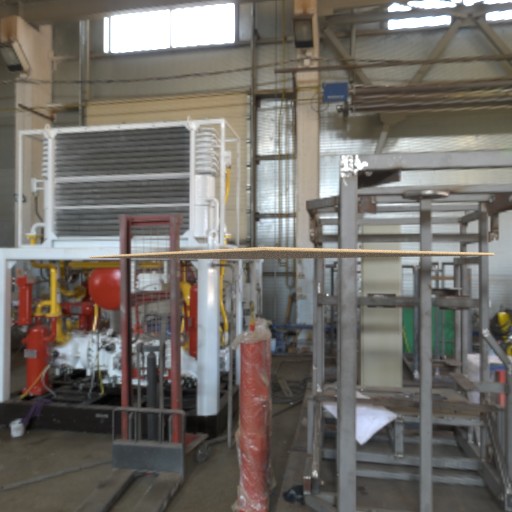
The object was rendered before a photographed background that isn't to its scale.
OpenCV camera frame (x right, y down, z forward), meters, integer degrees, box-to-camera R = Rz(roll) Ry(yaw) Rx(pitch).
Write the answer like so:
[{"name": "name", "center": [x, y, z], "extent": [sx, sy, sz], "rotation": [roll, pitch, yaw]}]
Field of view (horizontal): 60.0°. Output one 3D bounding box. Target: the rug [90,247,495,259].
[{"name": "rug", "center": [0.000, 0.000, 2.874], "extent": [1.526, 0.014, 2.290], "rotation": [1, -1, -35]}]
